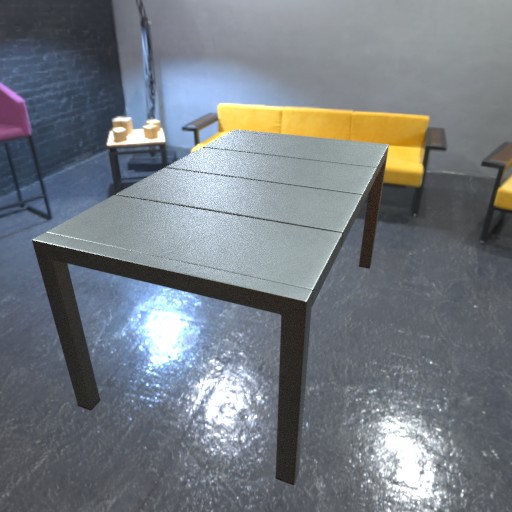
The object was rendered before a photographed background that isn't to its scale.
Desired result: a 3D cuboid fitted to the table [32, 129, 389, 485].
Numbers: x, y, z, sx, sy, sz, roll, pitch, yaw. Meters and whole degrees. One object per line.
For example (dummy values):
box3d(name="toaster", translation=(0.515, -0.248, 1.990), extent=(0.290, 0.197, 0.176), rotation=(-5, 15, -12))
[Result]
box3d(name="table", translation=(0.000, 0.000, 1.276), extent=(0.559, 0.460, 0.965), rotation=(11, 31, 19))
